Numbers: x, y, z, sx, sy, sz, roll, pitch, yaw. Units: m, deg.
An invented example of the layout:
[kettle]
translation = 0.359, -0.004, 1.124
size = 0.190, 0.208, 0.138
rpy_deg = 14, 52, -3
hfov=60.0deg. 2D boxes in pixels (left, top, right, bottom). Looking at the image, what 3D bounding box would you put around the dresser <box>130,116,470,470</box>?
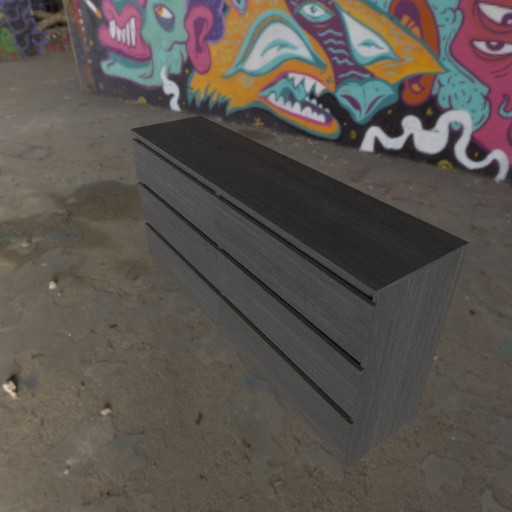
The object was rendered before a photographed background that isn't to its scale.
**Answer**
[dresser]
translation = 0.000, 0.000, 1.956
size = 0.400, 0.795, 1.590
rpy_deg = -21, 39, -29
